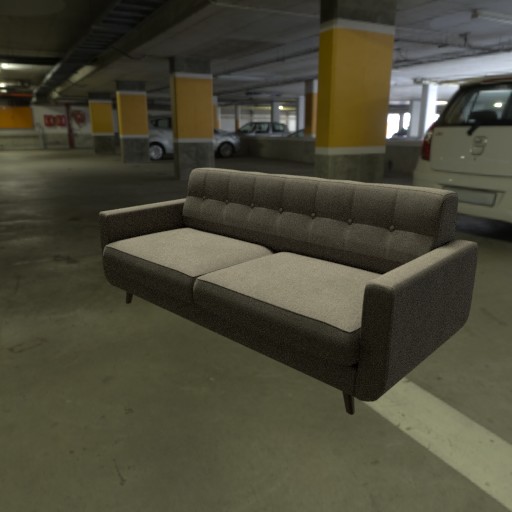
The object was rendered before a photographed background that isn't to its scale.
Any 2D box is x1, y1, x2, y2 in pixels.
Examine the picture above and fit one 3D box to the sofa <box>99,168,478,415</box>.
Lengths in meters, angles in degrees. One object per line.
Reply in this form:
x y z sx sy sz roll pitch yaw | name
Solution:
0.000 0.000 2.464 2.029 0.841 0.909 15 22 42 | sofa
